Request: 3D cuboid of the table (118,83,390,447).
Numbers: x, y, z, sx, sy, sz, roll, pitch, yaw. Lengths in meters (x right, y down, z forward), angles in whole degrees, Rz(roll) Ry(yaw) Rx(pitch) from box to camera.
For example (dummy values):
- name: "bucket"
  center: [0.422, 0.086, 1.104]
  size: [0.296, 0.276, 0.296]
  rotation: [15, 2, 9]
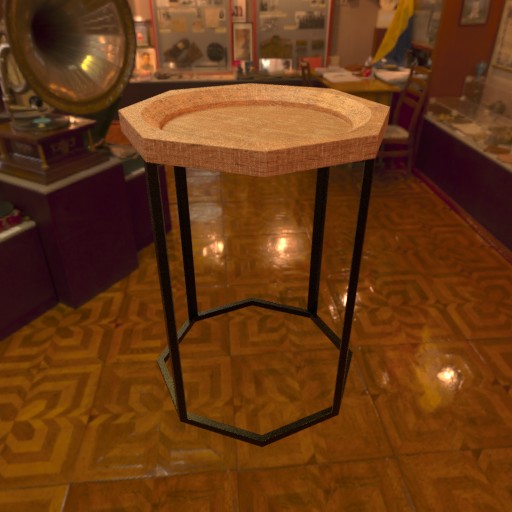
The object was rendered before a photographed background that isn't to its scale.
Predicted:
- name: "table"
  center: [0.000, 0.000, 0.854]
  size: [0.437, 0.553, 0.437]
  rotation: [-2, 31, -3]
